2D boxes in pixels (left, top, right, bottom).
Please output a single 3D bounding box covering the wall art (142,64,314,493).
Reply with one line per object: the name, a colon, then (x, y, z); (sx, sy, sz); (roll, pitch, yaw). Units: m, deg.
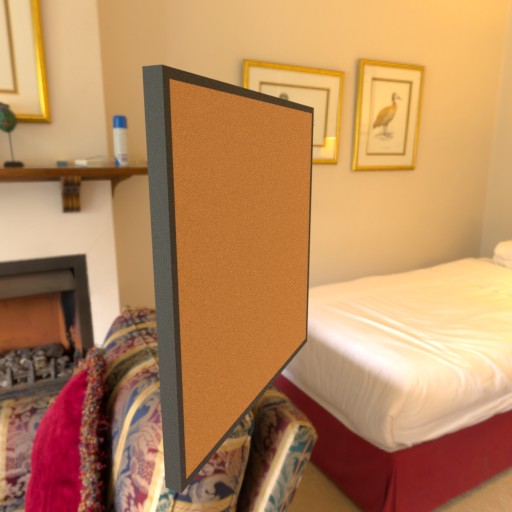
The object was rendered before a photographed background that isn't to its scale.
wall art: (0.000, 0.000, 1.102); (0.038, 0.763, 0.763); (6, 15, 24)
